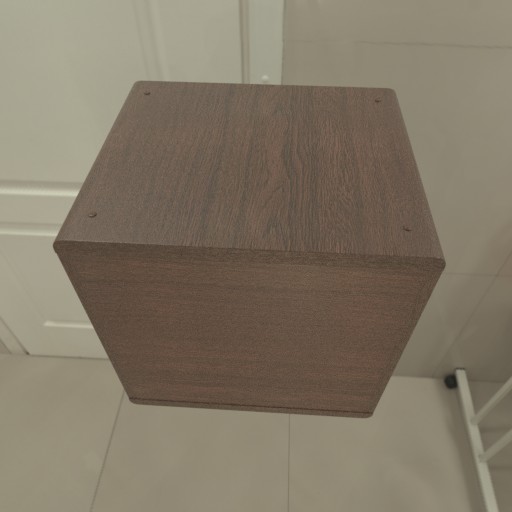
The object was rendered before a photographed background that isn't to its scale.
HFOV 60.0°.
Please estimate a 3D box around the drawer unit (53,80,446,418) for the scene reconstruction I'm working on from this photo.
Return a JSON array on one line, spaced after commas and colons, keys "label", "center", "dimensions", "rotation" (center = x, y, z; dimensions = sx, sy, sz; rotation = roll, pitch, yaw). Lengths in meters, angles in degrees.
[{"label": "drawer unit", "center": [0.000, 0.000, 0.602], "dimensions": [0.344, 0.344, 0.290], "rotation": [3, 48, 2]}]
